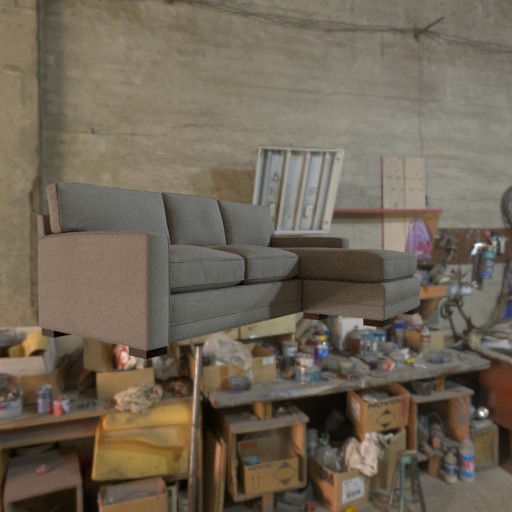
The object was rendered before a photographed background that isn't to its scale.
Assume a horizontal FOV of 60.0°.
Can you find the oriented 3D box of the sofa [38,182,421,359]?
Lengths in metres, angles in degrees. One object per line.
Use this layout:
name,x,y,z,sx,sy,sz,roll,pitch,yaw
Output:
sofa,0.000,0.000,2.861,1.496,0.861,2.087,1,2,36
